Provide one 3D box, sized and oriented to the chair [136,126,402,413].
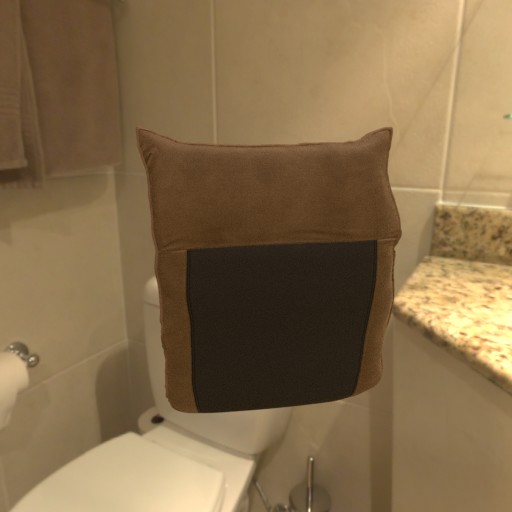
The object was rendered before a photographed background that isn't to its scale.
[{"bbox_3d":[0.000,0.000,1.610,0.714,0.892,0.985,-2,15,-8],"label":"chair"}]
